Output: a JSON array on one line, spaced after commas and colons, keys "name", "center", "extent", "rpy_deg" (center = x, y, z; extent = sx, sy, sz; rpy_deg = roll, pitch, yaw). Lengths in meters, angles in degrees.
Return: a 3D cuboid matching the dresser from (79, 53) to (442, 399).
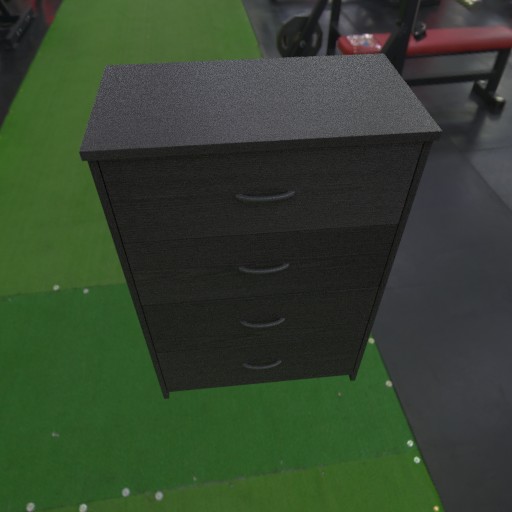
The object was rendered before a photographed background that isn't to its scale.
[{"name": "dresser", "center": [0.000, 0.000, 1.348], "extent": [0.704, 1.020, 0.399], "rpy_deg": [-4, 46, -4]}]
